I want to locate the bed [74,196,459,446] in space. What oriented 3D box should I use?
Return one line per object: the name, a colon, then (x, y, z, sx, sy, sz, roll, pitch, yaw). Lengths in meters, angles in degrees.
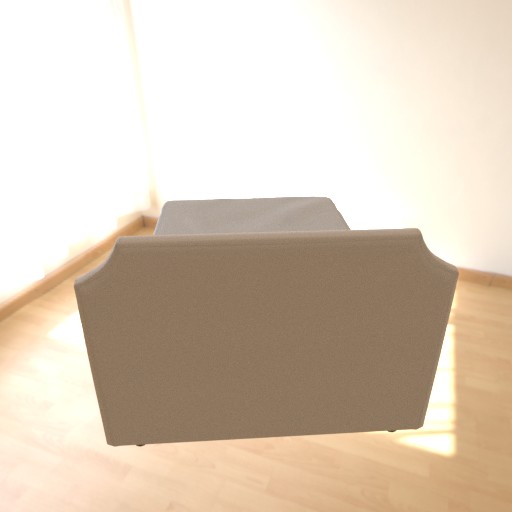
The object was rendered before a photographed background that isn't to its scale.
bed: (0.000, 0.000, 3.197, 1.828, 1.297, 2.164, -2, 28, -3)
